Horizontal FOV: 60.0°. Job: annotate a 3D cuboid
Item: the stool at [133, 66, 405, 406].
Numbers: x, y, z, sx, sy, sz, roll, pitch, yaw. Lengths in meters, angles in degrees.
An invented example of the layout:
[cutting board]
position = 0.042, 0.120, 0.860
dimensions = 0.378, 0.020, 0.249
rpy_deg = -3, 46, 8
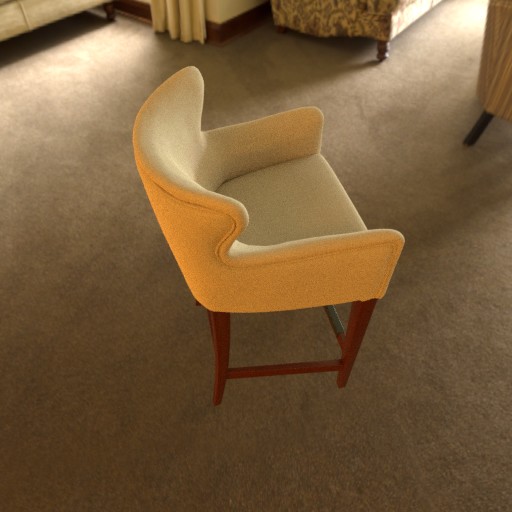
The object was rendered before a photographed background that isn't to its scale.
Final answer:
[stool]
position = 0.000, 0.000, 1.360
dimensions = 0.570, 0.951, 0.601
rpy_deg = -10, 48, -9
